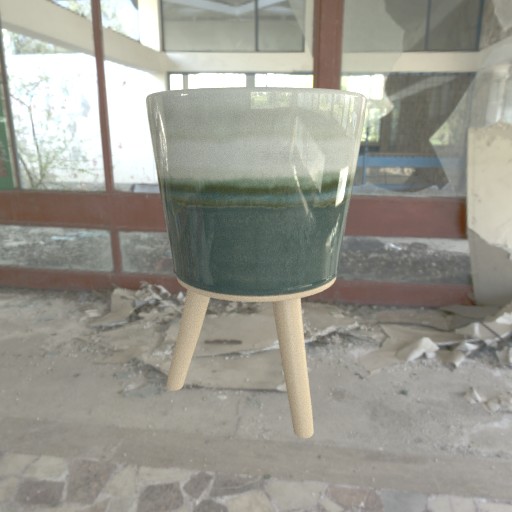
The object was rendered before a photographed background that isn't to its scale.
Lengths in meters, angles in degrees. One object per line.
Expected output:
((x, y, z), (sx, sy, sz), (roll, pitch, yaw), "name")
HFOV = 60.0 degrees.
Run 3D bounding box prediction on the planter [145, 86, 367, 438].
((0.000, 0.000, 0.488), (0.217, 0.331, 0.217), (14, 21, 41), "planter")
